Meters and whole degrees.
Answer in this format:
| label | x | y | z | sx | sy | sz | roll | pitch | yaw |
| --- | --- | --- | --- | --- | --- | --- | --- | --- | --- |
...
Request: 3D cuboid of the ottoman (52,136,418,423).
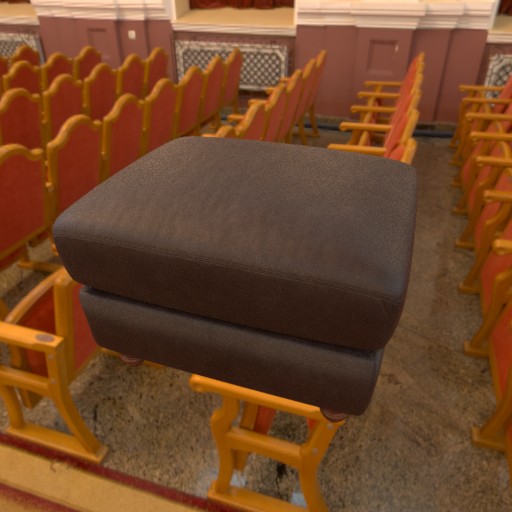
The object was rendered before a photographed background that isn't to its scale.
| label | x | y | z | sx | sy | sz | roll | pitch | yaw |
| --- | --- | --- | --- | --- | --- | --- | --- | --- | --- |
| ottoman | 0.000 | 0.000 | 1.262 | 0.806 | 0.569 | 0.670 | 10 | 34 | 16 |
